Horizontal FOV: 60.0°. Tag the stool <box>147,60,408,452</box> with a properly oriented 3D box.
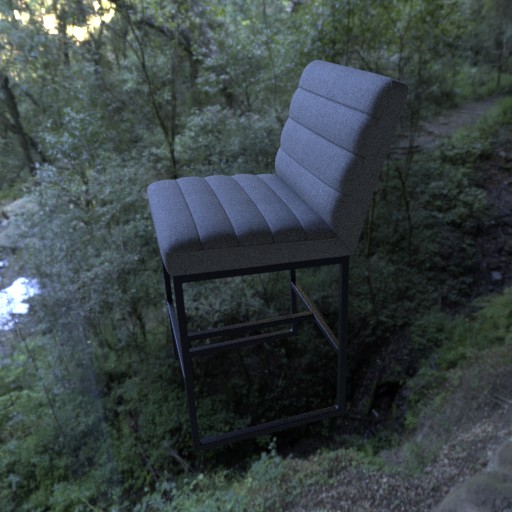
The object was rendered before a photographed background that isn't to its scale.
[{"bbox_3d":[0.000,0.000,1.325,0.571,1.034,0.459,-8,30,-15],"label":"stool"}]
